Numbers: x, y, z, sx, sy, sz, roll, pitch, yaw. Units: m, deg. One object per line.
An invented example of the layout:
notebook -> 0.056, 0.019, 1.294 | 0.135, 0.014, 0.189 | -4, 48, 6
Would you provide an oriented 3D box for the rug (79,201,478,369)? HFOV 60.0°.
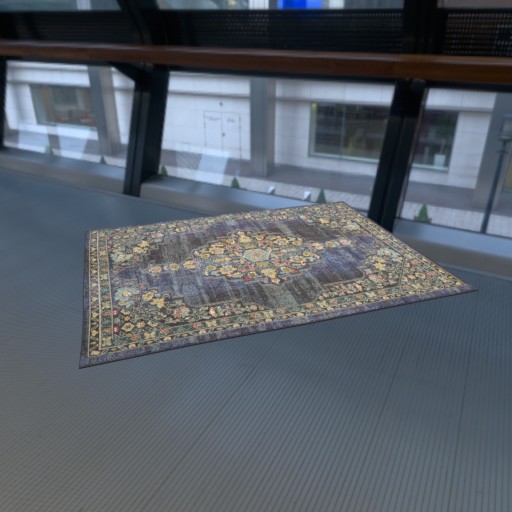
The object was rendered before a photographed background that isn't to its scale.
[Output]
rug -> 0.000, 0.000, 4.895 | 3.612, 0.035, 2.716 | -8, 27, -16
